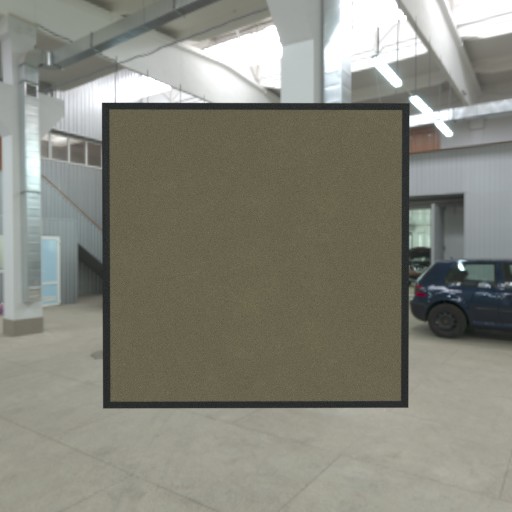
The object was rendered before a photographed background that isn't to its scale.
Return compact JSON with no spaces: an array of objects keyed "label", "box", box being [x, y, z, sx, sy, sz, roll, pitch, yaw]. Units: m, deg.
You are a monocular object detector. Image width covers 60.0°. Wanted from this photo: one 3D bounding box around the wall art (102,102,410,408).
[{"label":"wall art","box":[0.000,0.000,0.754,0.509,0.507,0.037,0,1,0]}]
